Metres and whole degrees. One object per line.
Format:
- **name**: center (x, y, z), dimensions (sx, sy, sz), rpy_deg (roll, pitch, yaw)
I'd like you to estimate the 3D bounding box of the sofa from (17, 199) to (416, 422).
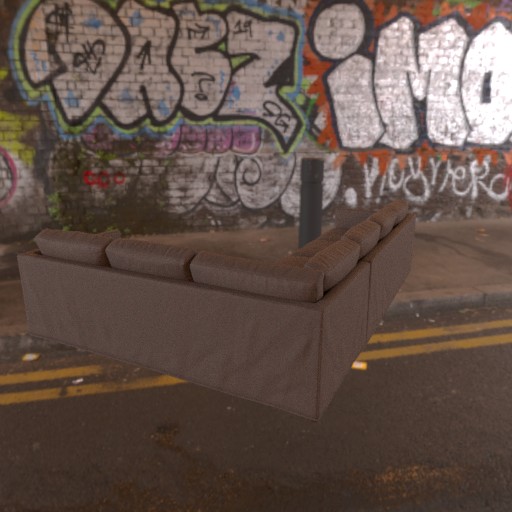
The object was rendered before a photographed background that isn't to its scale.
- **sofa**: center (0.000, 0.000, 4.215), dimensions (2.432, 0.871, 3.182), rpy_deg (8, 18, 26)
